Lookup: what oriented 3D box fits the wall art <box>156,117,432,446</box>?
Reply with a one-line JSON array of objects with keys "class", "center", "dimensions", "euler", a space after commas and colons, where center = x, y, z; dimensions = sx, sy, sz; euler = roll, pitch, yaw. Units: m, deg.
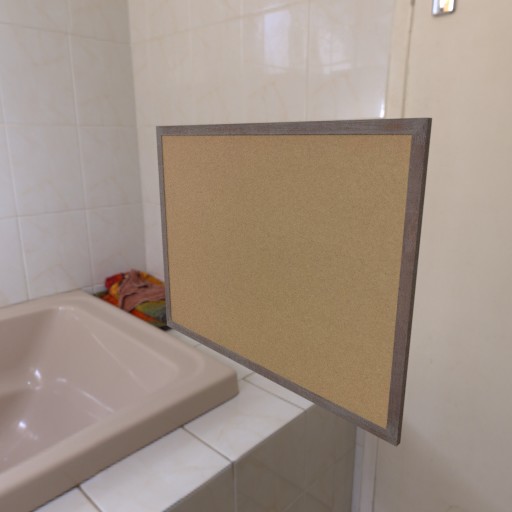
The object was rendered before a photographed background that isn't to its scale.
[{"class": "wall art", "center": [0.000, 0.000, 1.348], "dimensions": [0.019, 0.774, 1.012], "euler": [-14, 20, -42]}]
